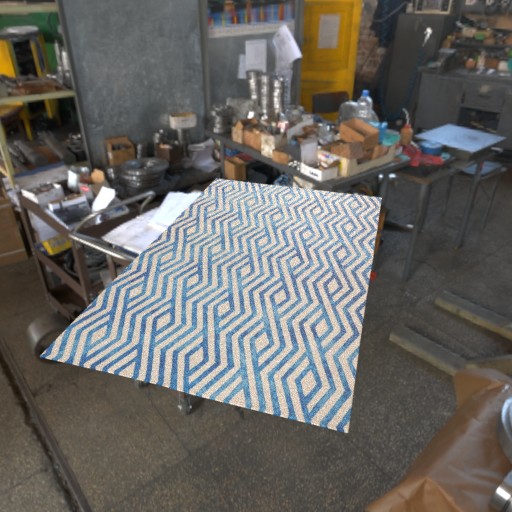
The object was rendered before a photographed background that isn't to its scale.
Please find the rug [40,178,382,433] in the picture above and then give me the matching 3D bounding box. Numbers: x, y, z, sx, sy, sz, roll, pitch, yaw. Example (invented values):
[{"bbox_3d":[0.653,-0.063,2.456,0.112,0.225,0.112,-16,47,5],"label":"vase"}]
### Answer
[{"bbox_3d":[0.000,0.000,3.016,1.531,0.008,2.439,9,33,14],"label":"rug"}]
